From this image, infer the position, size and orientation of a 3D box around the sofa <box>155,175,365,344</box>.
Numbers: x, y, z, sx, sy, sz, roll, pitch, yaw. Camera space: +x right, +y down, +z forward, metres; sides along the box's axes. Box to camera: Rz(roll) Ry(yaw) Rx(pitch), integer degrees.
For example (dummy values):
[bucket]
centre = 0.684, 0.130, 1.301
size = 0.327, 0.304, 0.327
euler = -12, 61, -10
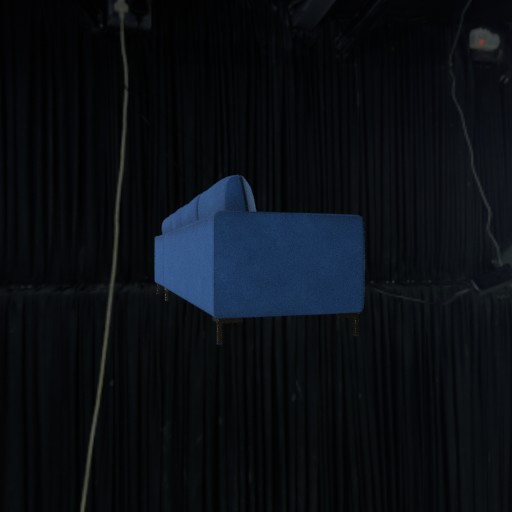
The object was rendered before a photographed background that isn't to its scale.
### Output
[sofa]
centre = 0.000, 0.000, 3.587
size = 1.350, 0.810, 2.932
euler = 0, 0, -18
